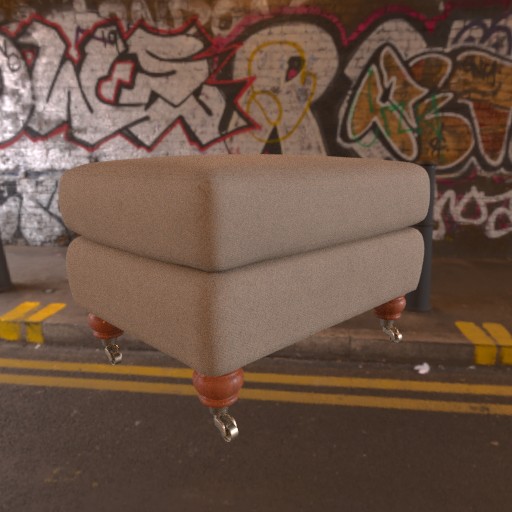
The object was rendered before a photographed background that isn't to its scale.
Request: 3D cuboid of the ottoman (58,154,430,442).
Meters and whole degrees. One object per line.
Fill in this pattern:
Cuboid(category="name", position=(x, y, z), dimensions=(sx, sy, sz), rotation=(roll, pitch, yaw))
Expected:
Cuboid(category="ottoman", position=(0.000, 0.000, 1.126), dimensions=(0.773, 0.504, 0.569), rotation=(-12, 17, -43))
